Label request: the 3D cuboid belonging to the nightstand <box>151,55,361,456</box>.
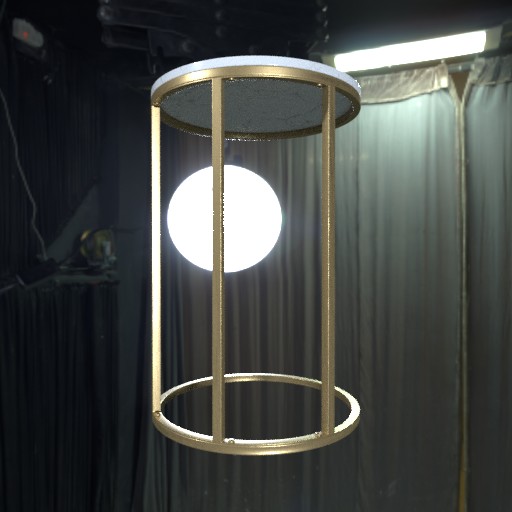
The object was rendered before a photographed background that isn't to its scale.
[{"bbox_3d":[0.000,0.000,0.872,0.400,0.610,0.400,0,1,18],"label":"nightstand"}]
